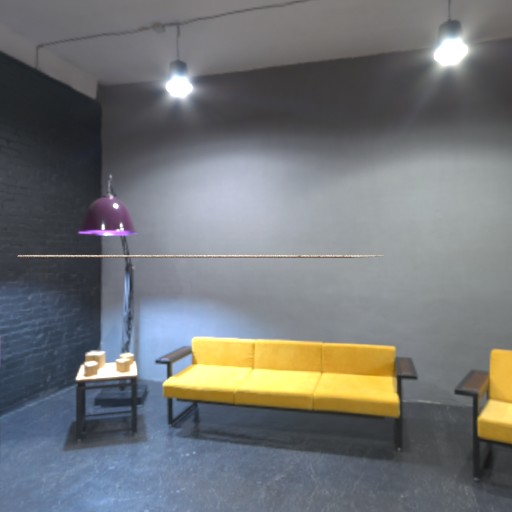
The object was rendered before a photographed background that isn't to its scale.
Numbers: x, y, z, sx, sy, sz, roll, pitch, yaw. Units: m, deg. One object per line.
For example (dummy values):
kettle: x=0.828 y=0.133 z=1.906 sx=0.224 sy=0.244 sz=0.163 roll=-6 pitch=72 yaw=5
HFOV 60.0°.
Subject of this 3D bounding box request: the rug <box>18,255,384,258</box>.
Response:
rug: x=0.000 y=0.000 z=2.940 sx=1.529 sy=0.009 sz=2.446 roll=0 pitch=0 yaw=19
